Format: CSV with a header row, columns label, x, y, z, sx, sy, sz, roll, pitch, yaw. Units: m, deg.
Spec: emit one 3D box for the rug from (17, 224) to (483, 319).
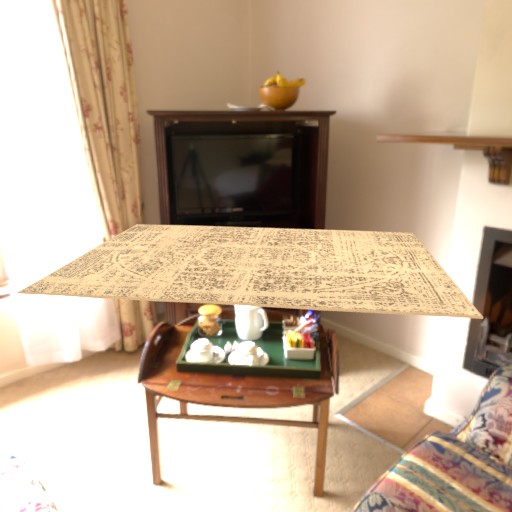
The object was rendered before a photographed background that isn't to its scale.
label,x,y,z,sx,sy,sz,roll,pitch,yaw
rug,0.000,0.000,3.079,2.438,0.026,1.706,2,17,7
